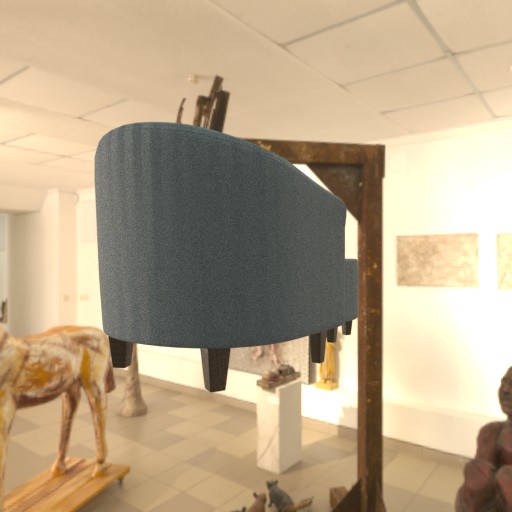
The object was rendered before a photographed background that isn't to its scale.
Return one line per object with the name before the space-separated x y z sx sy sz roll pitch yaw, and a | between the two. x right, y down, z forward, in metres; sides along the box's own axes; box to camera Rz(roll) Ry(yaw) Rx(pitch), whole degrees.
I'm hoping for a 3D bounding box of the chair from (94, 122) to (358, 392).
chair | 0.000 0.000 1.772 0.756 0.757 1.288 0 0 37
